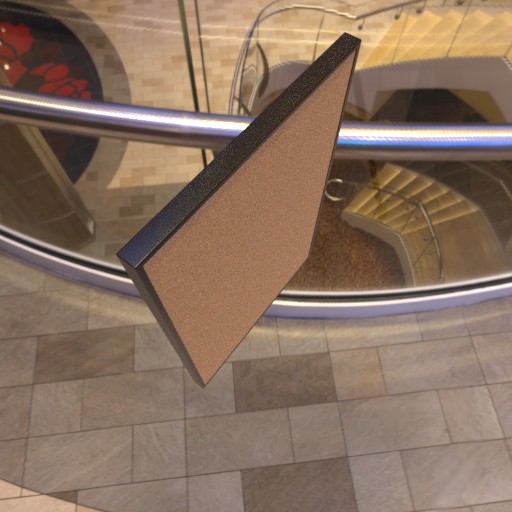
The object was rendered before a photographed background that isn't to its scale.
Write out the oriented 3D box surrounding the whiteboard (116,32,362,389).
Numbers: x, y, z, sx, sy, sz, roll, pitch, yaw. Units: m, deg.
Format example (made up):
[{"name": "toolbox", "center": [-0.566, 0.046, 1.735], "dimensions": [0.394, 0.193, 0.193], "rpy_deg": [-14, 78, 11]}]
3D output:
[{"name": "whiteboard", "center": [0.000, 0.000, 0.764], "dimensions": [0.026, 0.611, 0.406], "rpy_deg": [35, 68, 16]}]
